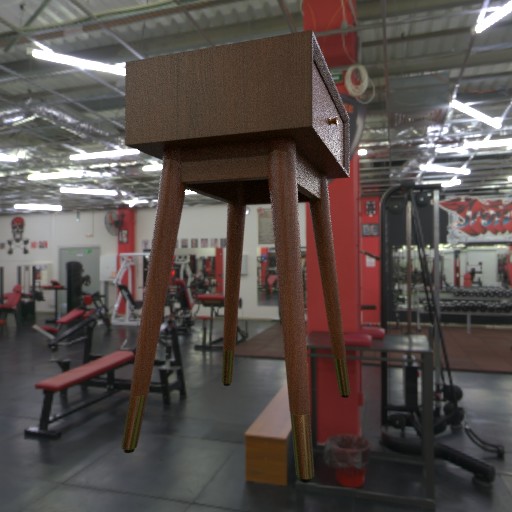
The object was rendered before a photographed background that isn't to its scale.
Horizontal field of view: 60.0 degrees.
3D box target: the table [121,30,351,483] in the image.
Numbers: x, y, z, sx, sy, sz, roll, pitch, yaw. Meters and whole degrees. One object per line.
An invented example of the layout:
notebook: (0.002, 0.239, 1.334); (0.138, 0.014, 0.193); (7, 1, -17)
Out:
table: (0.000, 0.000, 0.816); (0.300, 0.599, 0.406); (0, -1, 19)
